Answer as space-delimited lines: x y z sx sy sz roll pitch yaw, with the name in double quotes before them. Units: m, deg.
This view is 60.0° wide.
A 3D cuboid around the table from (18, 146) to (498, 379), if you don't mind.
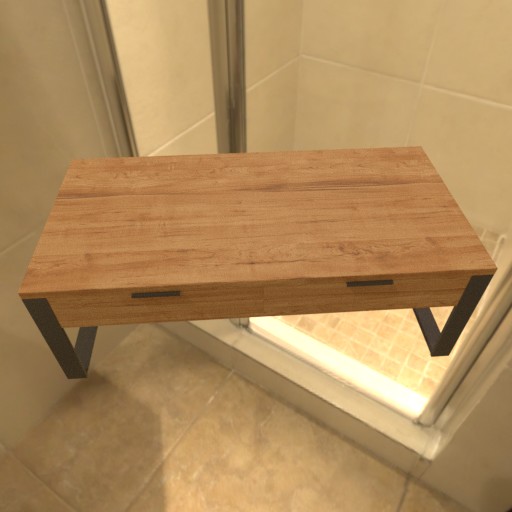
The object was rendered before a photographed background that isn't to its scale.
"table" 0.000 0.000 1.428 1.180 0.400 0.590 -3 45 -3
